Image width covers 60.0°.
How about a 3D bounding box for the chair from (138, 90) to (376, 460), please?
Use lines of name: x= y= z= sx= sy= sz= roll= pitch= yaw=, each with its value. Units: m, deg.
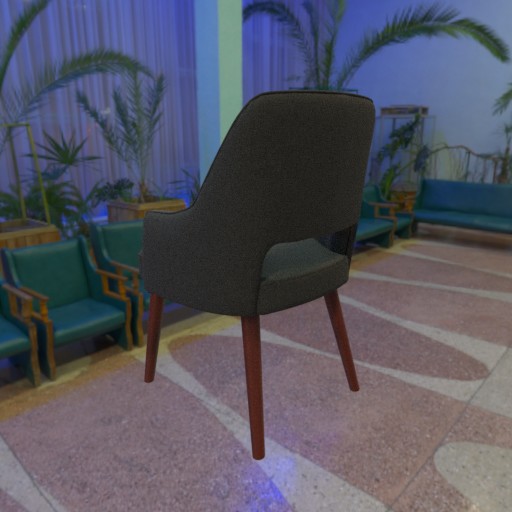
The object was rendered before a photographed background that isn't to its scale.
chair: x=0.000 y=0.000 z=1.252 sx=0.559 sy=0.838 sz=0.560 roll=-15 pitch=21 yaw=-43
